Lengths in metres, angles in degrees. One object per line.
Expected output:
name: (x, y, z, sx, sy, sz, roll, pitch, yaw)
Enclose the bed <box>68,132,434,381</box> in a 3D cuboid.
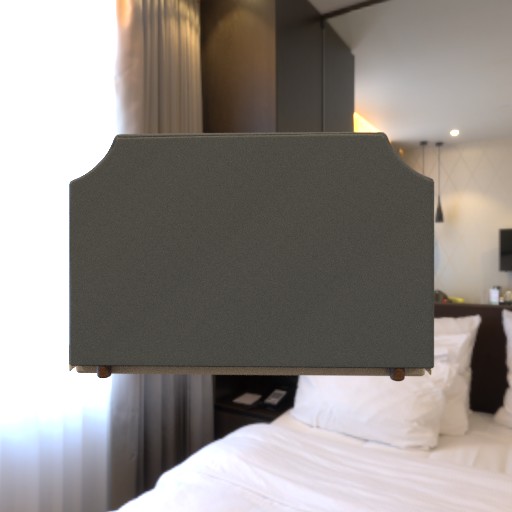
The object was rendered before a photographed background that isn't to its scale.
bed: (0.000, 0.000, 4.029, 2.350, 1.488, 2.773, 0, 0, 2)
